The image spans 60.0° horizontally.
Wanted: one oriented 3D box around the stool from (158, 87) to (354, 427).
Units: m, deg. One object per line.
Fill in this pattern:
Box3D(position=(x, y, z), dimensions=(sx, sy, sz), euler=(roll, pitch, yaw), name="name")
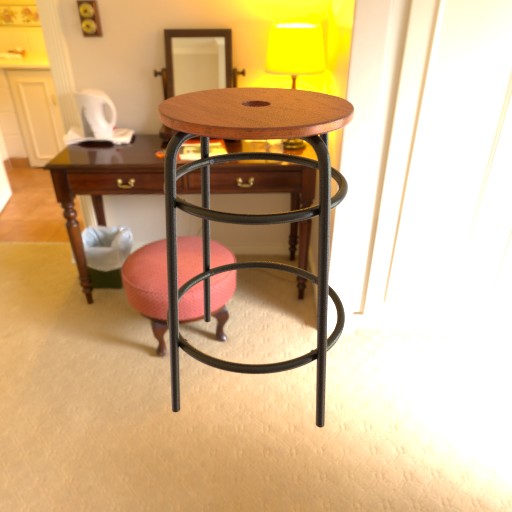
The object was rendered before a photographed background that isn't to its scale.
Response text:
Box3D(position=(0.000, 0.000, 0.920), dimensions=(0.455, 0.610, 0.455), euler=(-21, 36, -32), name="stool")
